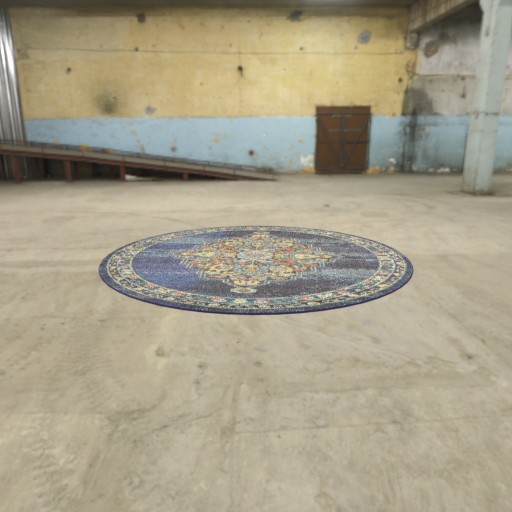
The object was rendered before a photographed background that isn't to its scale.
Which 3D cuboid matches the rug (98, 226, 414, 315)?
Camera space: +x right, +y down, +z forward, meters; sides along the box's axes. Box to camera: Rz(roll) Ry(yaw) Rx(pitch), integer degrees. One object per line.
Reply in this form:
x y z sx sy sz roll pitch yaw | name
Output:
0.000 0.000 3.547 2.386 0.014 2.386 0 15 0 | rug
